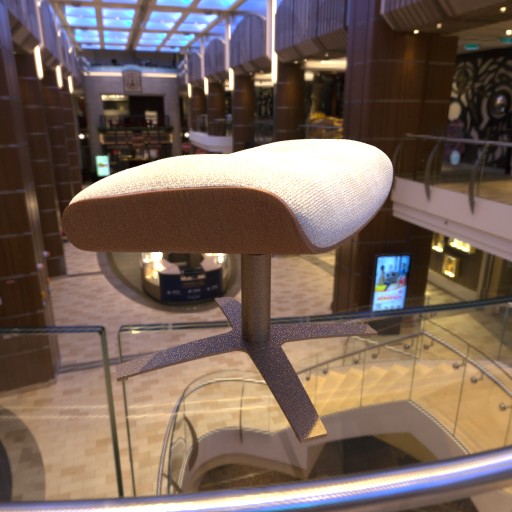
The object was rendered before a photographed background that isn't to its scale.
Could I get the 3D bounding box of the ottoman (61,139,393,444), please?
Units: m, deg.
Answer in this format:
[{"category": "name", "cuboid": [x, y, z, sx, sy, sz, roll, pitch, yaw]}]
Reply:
[{"category": "ottoman", "cuboid": [0.000, 0.000, 0.798, 0.394, 0.391, 0.520, 9, 20, 25]}]
